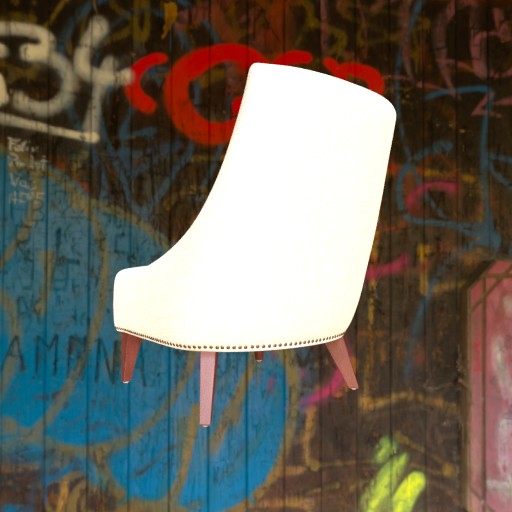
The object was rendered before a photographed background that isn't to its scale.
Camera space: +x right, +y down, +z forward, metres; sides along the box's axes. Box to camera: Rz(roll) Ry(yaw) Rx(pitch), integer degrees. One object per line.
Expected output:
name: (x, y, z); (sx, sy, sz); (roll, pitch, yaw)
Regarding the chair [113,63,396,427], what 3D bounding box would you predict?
chair: (0.000, 0.000, 1.488); (0.701, 0.909, 0.861); (1, -2, -37)
